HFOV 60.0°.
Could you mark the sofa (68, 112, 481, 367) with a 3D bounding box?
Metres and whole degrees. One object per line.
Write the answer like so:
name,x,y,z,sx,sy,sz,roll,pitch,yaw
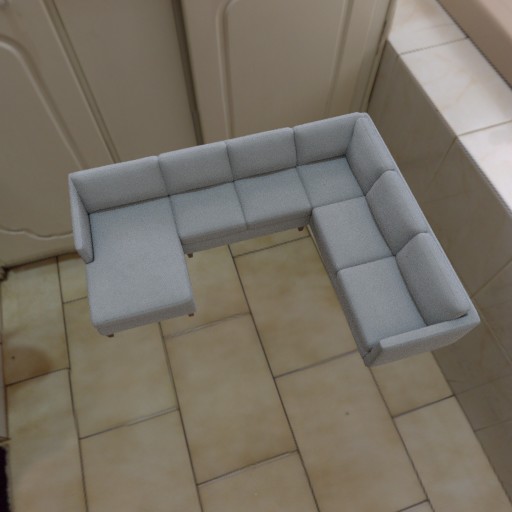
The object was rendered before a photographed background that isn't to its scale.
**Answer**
sofa,0.000,0.000,4.285,3.238,0.853,2.551,-14,63,-7
